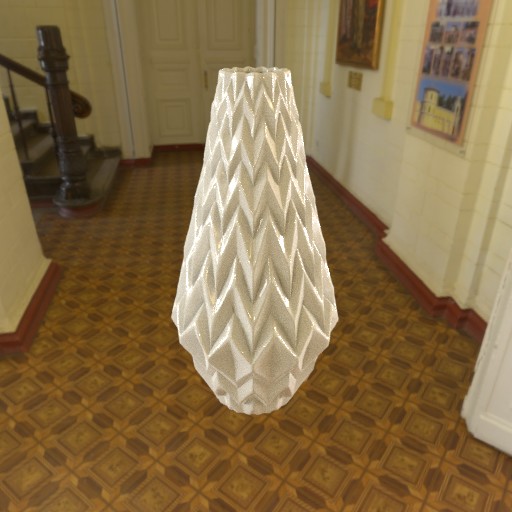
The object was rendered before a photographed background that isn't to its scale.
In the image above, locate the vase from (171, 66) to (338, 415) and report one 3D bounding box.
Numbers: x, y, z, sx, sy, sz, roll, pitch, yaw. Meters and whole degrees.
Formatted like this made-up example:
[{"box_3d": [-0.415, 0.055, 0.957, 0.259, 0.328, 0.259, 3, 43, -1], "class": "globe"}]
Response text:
[{"box_3d": [0.000, 0.000, 0.421, 0.167, 0.328, 0.167, 0, 28, 0], "class": "vase"}]
